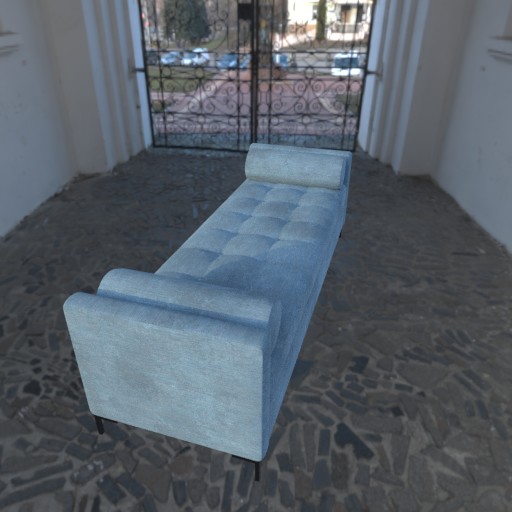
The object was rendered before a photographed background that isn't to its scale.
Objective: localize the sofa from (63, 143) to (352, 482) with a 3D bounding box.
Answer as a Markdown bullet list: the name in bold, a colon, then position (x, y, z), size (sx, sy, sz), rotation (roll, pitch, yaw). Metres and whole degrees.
- **sofa**: position (0.000, 0.000, 2.291), size (0.686, 0.635, 1.981), rotation (9, 31, 15)
